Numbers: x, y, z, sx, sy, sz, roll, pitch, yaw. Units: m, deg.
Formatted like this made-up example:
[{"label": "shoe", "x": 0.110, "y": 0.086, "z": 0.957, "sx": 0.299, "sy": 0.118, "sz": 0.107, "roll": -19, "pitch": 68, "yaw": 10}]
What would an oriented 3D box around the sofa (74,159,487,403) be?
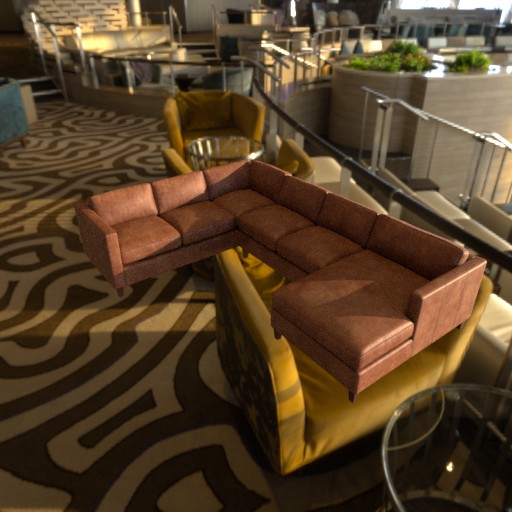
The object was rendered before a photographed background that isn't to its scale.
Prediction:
[{"label": "sofa", "x": 0.000, "y": 0.000, "z": 4.429, "sx": 2.452, "sy": 0.888, "sz": 3.324, "roll": -21, "pitch": 36, "yaw": -31}]
